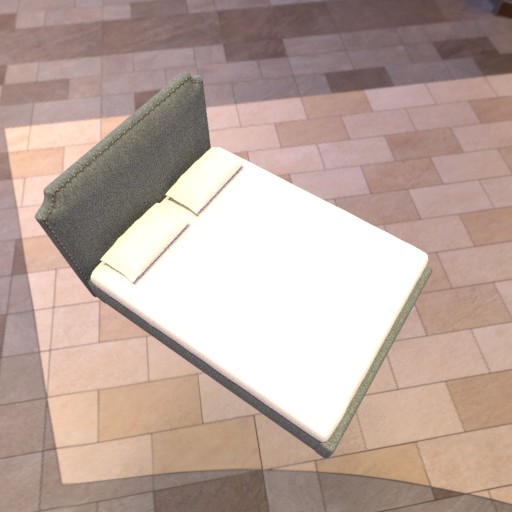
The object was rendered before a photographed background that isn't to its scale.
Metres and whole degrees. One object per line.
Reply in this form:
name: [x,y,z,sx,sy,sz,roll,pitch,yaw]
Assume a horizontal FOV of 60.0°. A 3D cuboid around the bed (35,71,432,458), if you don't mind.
bed: [0.000,0.000,3.382,2.372,1.443,1.712,30,64,17]
